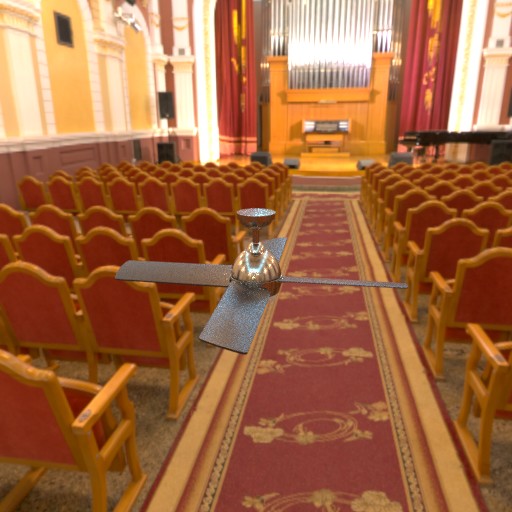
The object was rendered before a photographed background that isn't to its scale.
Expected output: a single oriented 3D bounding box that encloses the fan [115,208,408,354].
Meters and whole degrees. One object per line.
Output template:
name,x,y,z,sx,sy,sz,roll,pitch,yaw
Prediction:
fan,0.000,0.000,2.004,1.332,0.403,1.332,3,17,9
